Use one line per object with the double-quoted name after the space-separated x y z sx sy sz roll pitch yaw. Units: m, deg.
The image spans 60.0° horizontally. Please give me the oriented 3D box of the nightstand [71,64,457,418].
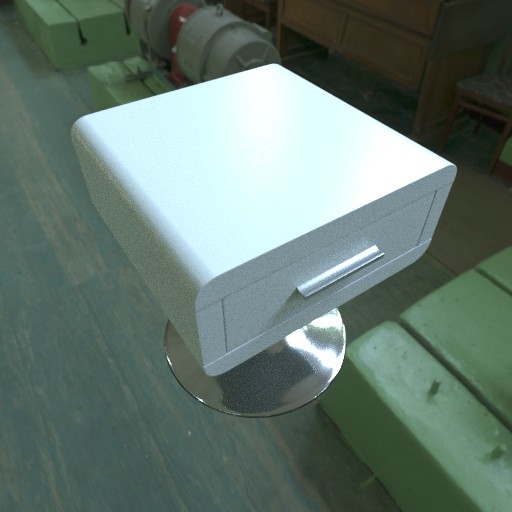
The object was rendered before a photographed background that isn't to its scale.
0.000 0.000 0.765 0.399 0.447 0.404 -26 50 -23 "nightstand"
